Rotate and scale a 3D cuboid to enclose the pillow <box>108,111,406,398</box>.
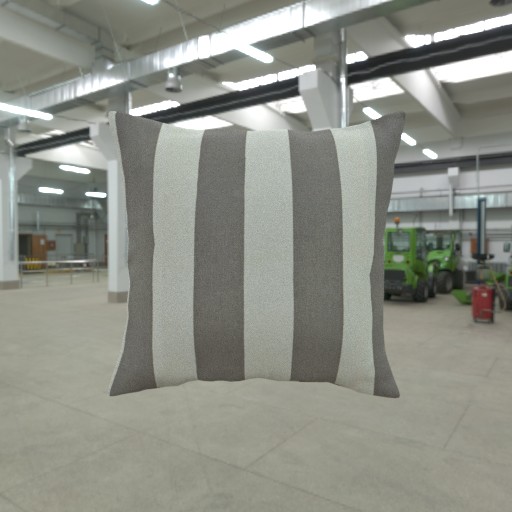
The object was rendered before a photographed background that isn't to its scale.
[{"bbox_3d":[0.000,0.000,0.782,0.522,0.507,0.192,0,1,-1],"label":"pillow"}]
